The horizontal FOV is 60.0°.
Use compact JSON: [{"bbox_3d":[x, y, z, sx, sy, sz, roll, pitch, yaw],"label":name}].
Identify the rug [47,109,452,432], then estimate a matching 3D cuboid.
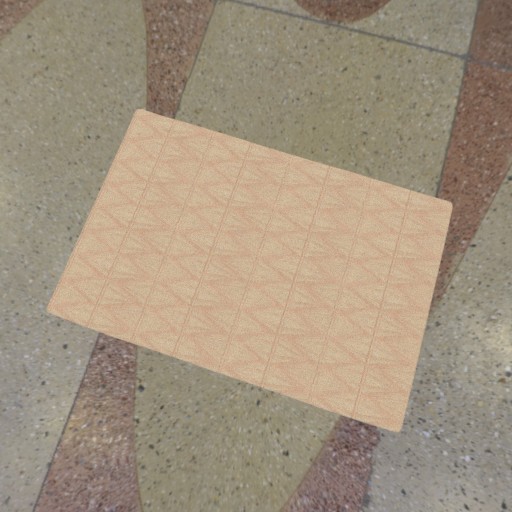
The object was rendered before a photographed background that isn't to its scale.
[{"bbox_3d":[0.000,0.000,3.000,2.390,0.015,1.609,18,76,5],"label":"rug"}]
